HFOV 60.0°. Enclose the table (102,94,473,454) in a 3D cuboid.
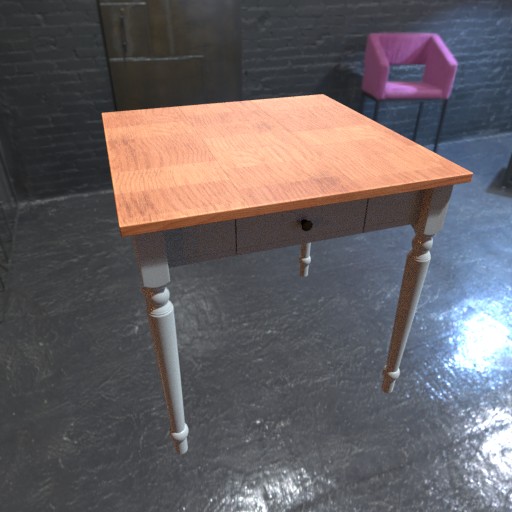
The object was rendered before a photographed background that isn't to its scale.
[{"bbox_3d":[0.000,0.000,1.361,0.747,0.738,0.747,-10,35,-15],"label":"table"}]
